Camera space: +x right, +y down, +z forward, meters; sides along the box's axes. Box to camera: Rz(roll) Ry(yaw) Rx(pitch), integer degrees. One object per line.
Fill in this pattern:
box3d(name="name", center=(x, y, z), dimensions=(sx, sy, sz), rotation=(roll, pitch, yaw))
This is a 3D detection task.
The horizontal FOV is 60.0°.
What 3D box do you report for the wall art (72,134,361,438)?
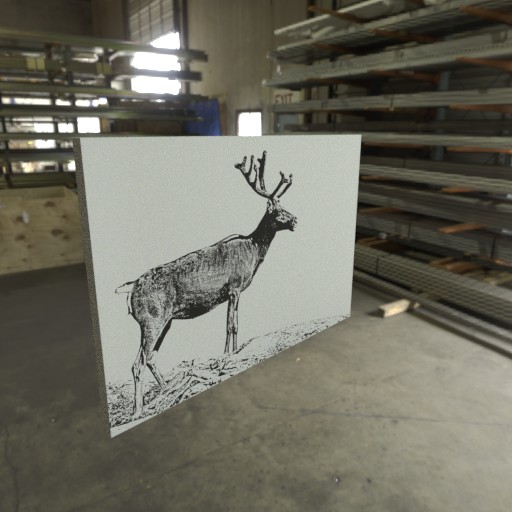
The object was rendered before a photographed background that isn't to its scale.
box3d(name="wall art", center=(0.000, 0.000, 1.178), dimensions=(0.033, 0.617, 0.906), rotation=(15, 22, 43))
